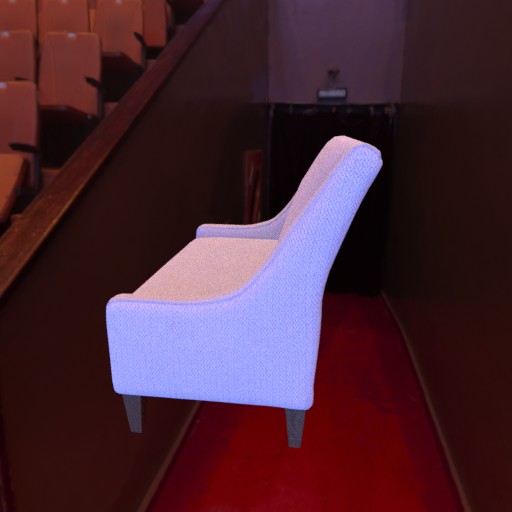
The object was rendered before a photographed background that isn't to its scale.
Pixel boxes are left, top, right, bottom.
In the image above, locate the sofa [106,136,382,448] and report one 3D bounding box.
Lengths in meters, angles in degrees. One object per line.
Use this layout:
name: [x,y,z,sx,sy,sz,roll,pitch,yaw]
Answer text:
sofa: [0.000,0.000,1.969,0.870,1.022,1.242,2,16,8]
